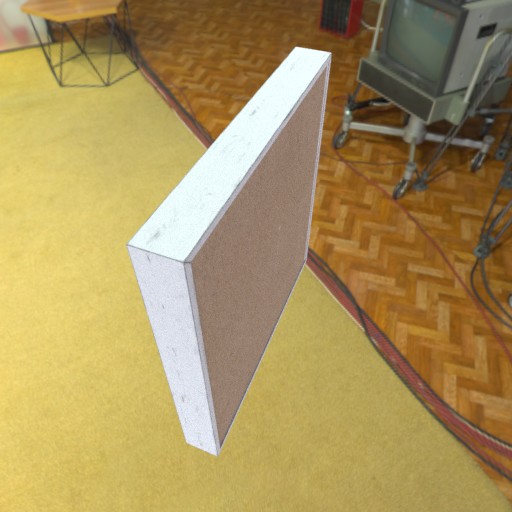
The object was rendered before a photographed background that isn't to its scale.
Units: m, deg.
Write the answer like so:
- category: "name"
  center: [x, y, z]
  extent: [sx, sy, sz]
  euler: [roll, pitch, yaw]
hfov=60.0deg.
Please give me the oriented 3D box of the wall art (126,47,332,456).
- category: "wall art"
  center: [0.000, 0.000, 0.459]
  extent: [0.038, 0.305, 0.305]
  euler: [17, 49, 15]
